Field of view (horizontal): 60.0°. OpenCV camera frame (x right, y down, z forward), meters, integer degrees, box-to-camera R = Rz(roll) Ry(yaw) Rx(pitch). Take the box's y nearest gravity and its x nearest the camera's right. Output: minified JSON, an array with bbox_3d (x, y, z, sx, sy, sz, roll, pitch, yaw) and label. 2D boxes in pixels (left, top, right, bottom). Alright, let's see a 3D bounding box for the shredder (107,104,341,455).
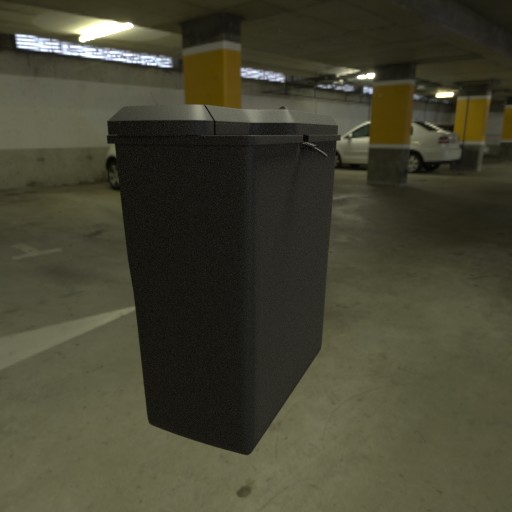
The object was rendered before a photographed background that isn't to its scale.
[{"bbox_3d":[0.000,0.000,0.525,0.170,0.335,0.320,7,17,24],"label":"shredder"}]
